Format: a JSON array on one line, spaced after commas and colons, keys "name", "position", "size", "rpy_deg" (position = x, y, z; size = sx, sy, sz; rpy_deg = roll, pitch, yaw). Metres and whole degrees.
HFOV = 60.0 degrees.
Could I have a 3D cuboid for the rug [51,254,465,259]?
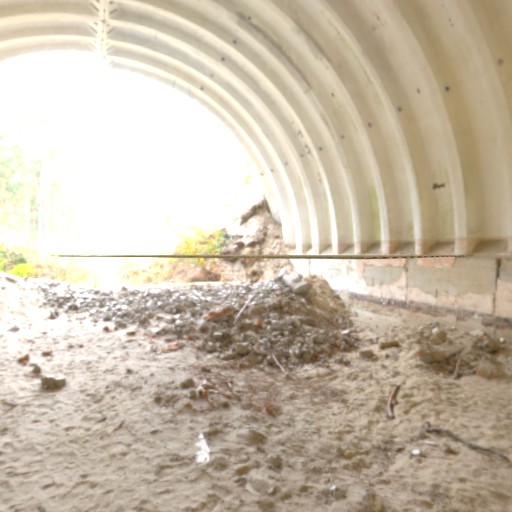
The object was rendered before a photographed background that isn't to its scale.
[{"name": "rug", "position": [0.000, 0.000, 2.324], "size": [1.802, 0.008, 1.247], "rpy_deg": [0, 0, 36]}]
